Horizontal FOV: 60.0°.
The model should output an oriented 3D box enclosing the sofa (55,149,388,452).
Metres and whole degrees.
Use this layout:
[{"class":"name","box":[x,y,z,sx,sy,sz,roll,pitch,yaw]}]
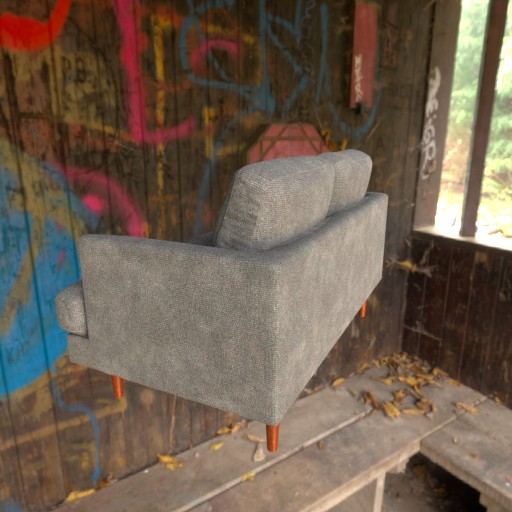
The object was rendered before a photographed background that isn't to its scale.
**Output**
[{"class":"sofa","box":[0.000,0.000,2.092,0.903,0.956,1.582,8,18,26]}]
